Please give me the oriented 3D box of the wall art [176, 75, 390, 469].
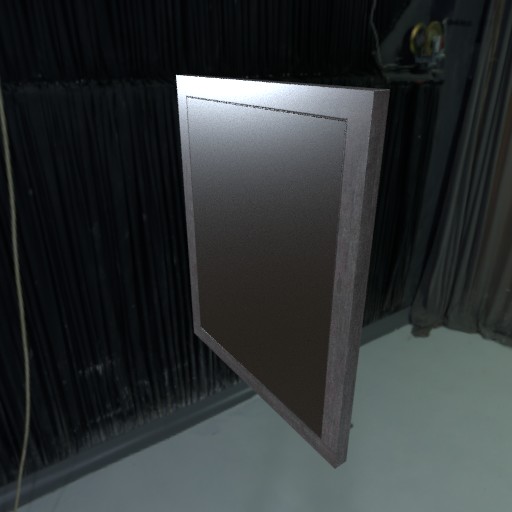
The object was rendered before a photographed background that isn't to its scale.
[{"bbox_3d":[0.000,0.000,0.787,0.027,0.580,0.479,-17,29,-32],"label":"wall art"}]
